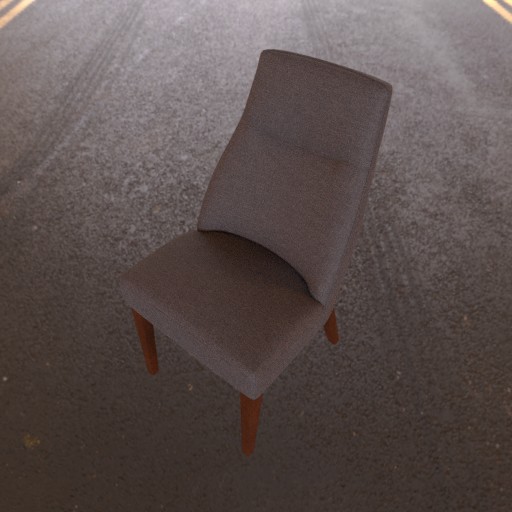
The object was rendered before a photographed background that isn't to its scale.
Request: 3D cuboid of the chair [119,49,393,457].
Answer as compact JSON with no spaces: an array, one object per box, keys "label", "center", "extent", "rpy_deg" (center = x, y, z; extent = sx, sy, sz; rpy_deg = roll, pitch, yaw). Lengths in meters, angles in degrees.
[{"label":"chair","center":[0.000,0.000,1.263],"extent":[0.500,0.930,0.620],"rpy_deg":[30,52,27]}]
